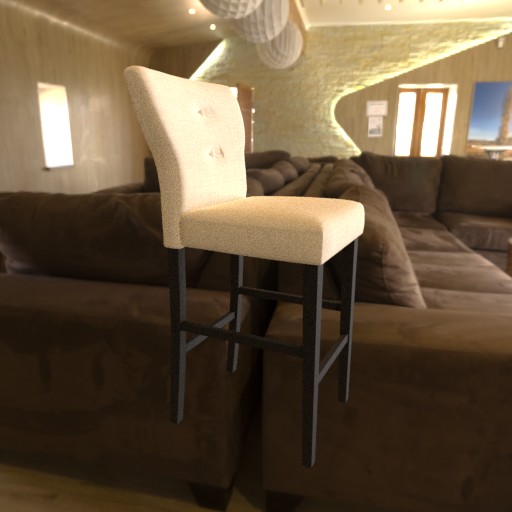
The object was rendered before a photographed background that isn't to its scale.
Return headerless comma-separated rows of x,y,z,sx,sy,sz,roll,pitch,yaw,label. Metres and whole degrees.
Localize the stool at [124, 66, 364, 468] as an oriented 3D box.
0.000,0.000,1.440,0.603,1.124,0.516,7,16,26,stool
